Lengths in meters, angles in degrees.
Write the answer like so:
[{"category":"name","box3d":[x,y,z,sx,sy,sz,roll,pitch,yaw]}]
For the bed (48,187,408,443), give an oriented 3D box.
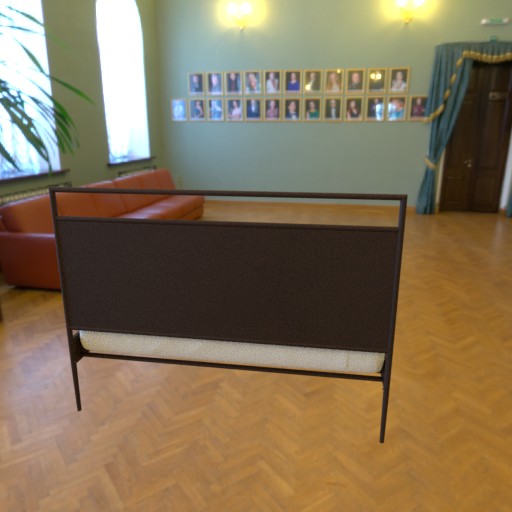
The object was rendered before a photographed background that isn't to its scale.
[{"category":"bed","box3d":[0.000,0.000,3.053,1.572,1.173,2.122,3,16,9]}]
